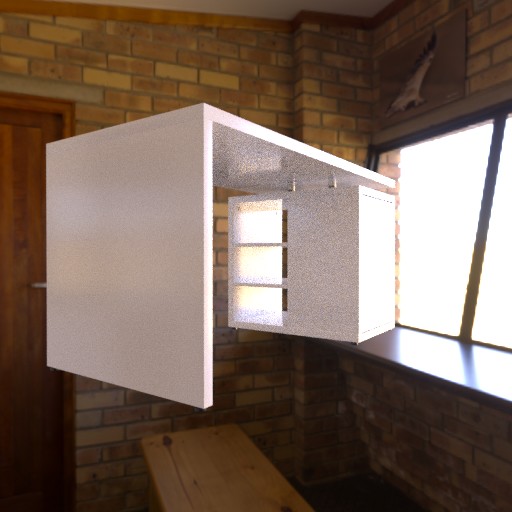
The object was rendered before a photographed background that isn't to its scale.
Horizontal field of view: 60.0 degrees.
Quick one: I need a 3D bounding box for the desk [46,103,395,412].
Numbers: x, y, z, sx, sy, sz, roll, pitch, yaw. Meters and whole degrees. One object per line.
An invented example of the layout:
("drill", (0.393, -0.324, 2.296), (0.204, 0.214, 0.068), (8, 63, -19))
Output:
("desk", (0.000, 0.000, 1.824), (0.690, 0.740, 1.400), (0, 1, 35))
